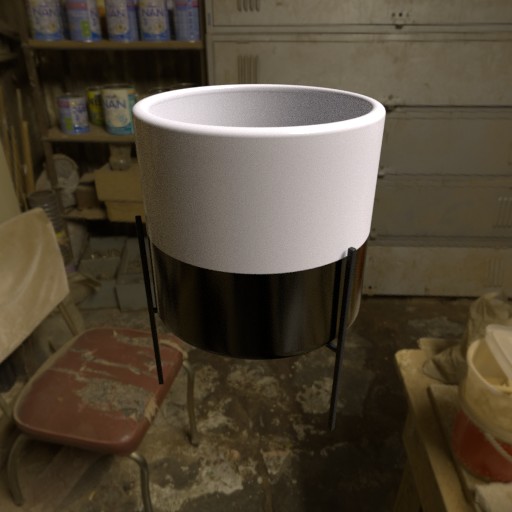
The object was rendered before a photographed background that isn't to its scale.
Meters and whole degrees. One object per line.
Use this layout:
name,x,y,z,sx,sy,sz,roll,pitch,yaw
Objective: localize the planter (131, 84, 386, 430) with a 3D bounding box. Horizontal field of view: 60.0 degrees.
planter,0.000,0.000,0.644,0.310,0.432,0.310,2,29,3
